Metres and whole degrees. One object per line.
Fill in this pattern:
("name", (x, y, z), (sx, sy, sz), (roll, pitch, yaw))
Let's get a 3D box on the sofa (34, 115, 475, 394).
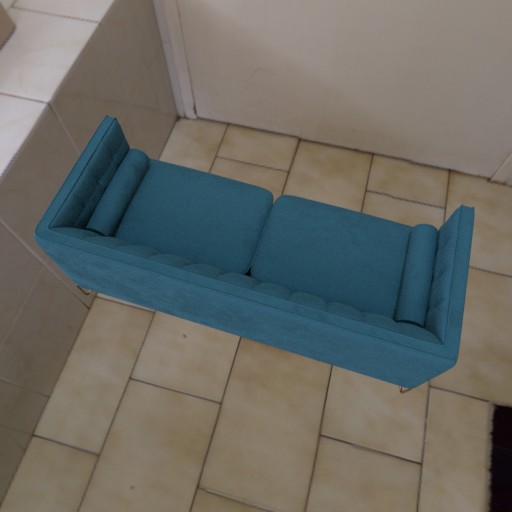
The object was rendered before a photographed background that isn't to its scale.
("sofa", (0.000, 0.000, 2.533), (2.087, 0.789, 0.867), (16, 65, 8))
